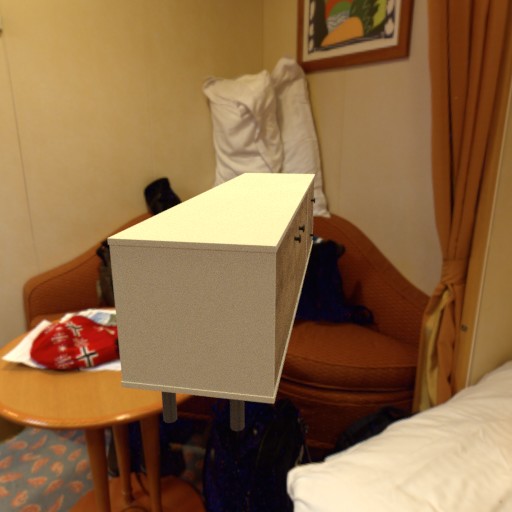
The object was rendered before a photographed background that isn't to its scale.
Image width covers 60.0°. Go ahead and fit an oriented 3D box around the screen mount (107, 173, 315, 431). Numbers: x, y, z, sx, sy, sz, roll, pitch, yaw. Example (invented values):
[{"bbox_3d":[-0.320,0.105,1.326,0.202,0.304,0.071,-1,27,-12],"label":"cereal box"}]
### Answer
[{"bbox_3d":[0.000,0.000,1.833,0.418,0.520,1.600,3,16,10],"label":"screen mount"}]
